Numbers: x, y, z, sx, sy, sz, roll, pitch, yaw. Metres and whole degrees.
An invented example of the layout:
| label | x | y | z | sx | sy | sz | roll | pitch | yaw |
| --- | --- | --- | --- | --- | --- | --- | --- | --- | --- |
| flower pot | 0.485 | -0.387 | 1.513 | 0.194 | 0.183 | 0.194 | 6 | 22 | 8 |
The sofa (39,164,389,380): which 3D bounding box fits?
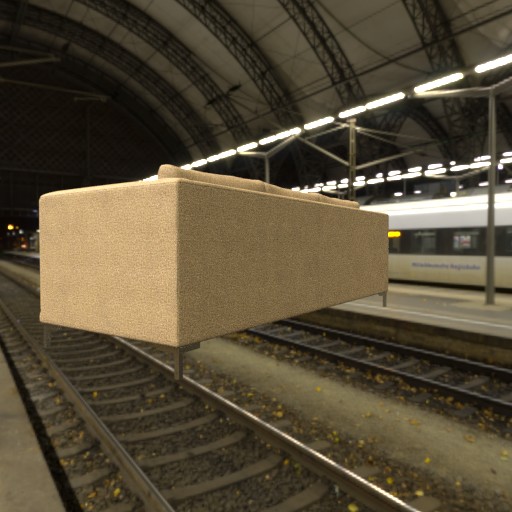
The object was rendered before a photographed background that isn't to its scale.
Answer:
| label | x | y | z | sx | sy | sz | roll | pitch | yaw |
| --- | --- | --- | --- | --- | --- | --- | --- | --- | --- |
| sofa | 0.000 | 0.000 | 2.903 | 0.969 | 0.867 | 2.415 | 1 | 2 | 35 |
